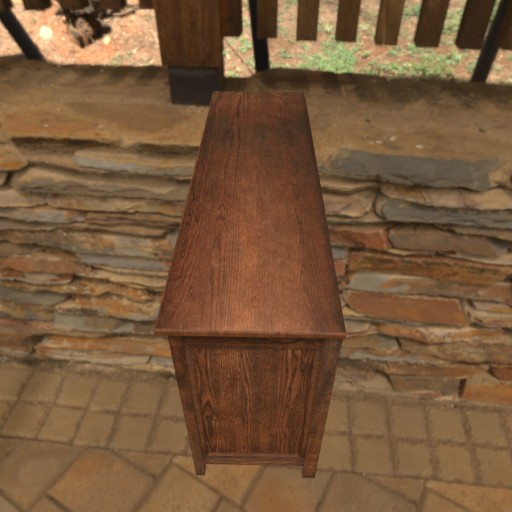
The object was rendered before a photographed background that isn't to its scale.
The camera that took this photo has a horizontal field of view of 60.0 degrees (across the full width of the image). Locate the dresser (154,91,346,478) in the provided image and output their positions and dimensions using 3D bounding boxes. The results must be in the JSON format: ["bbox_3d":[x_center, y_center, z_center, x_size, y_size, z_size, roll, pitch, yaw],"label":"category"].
[{"bbox_3d":[0.000,0.000,1.924,0.463,0.856,1.551,1,41,1],"label":"dresser"}]
